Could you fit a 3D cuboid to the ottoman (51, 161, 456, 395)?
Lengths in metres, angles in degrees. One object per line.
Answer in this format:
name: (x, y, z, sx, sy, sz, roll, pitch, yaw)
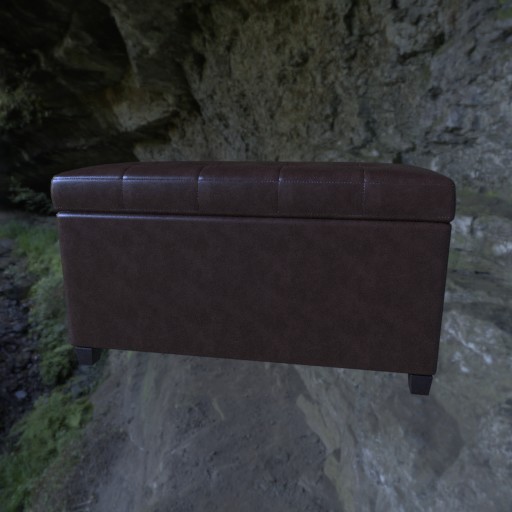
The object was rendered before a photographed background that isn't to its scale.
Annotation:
ottoman: (0.000, 0.000, 1.133, 0.838, 0.470, 0.432, 2, 14, 10)
